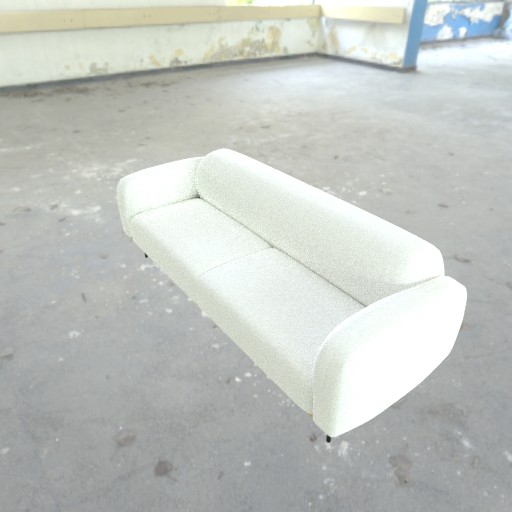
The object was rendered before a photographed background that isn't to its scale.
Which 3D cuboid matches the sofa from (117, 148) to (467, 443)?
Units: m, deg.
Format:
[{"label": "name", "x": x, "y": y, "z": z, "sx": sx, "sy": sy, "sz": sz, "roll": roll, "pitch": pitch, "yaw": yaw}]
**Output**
[{"label": "sofa", "x": 0.000, "y": 0.000, "z": 2.657, "sx": 0.870, "sy": 0.780, "sz": 2.280, "roll": -21, "pitch": 37, "yaw": -30}]
